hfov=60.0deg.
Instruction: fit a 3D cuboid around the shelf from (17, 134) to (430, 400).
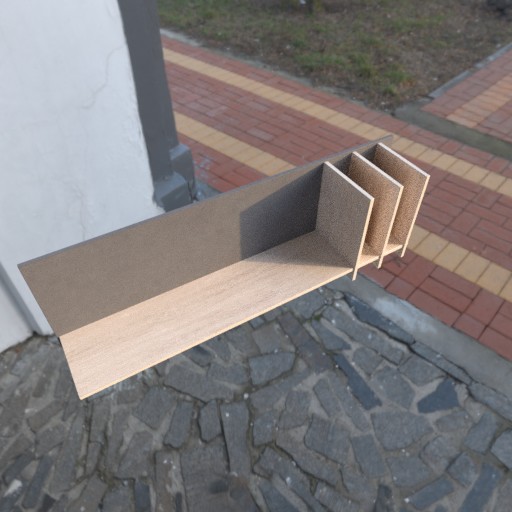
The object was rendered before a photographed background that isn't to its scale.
[{"bbox_3d":[0.000,0.000,1.137,1.020,0.300,0.200,-23,49,-21],"label":"shelf"}]
